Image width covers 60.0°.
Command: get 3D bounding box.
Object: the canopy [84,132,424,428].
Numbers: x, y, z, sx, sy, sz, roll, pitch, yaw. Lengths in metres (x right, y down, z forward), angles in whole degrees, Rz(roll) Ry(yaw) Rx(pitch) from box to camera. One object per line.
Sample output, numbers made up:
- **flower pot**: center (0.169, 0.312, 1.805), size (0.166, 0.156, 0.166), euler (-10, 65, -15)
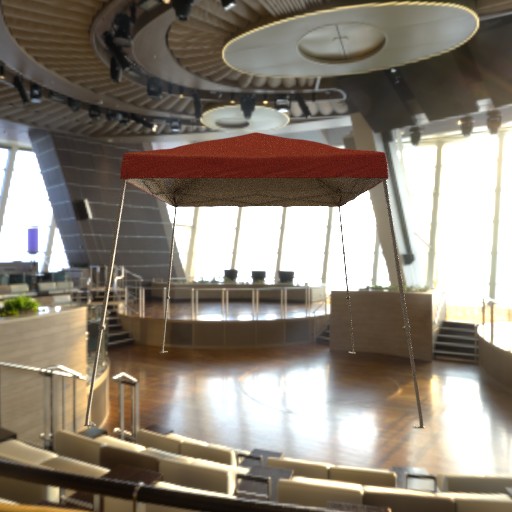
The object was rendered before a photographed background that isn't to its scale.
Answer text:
- **canopy**: center (0.000, 0.000, 6.469), size (3.599, 3.600, 3.600), euler (0, 0, 1)
